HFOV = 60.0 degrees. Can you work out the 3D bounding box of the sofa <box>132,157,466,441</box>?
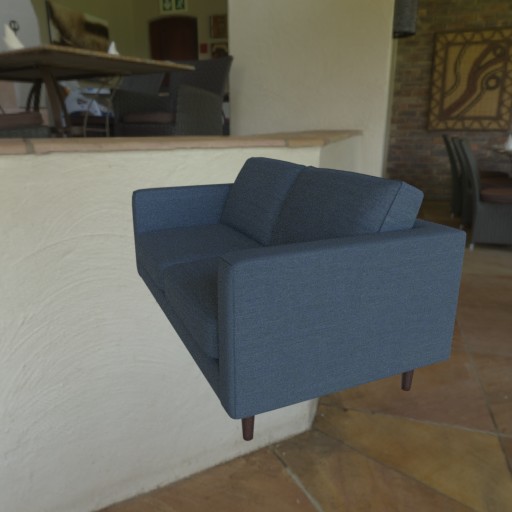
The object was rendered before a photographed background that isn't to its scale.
[{"bbox_3d":[0.000,0.000,2.267,0.999,0.907,1.659,-7,18,-24],"label":"sofa"}]
